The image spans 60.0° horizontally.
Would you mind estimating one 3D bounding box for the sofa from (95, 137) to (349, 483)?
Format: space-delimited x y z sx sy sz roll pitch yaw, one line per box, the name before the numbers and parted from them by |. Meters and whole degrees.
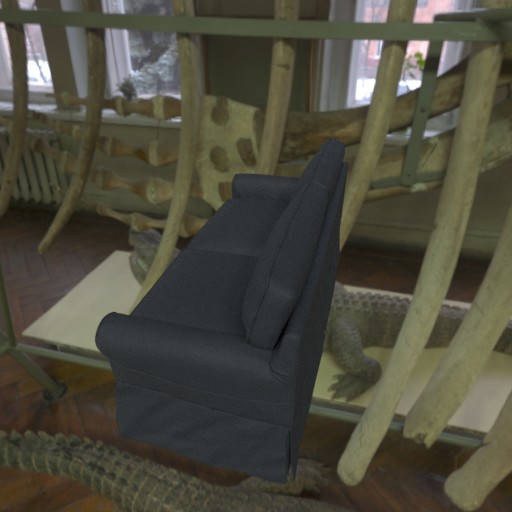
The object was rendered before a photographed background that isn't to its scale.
sofa | 0.000 0.000 2.841 0.983 1.094 2.256 7 30 13
